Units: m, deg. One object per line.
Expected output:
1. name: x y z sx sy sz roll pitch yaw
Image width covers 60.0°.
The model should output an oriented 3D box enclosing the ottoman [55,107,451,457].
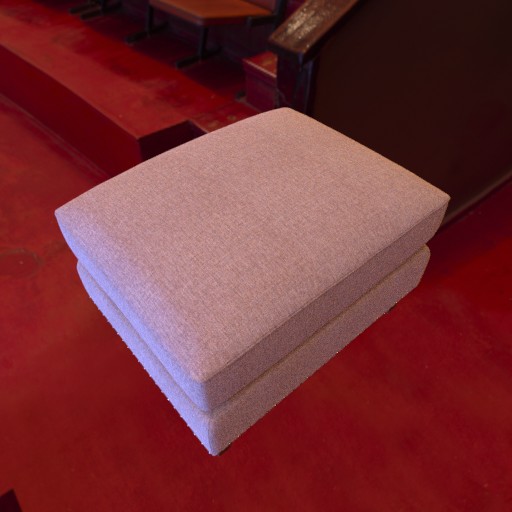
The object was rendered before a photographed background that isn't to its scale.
1. ottoman: 0.000 0.000 1.145 0.741 0.513 0.584 -32 54 -27
